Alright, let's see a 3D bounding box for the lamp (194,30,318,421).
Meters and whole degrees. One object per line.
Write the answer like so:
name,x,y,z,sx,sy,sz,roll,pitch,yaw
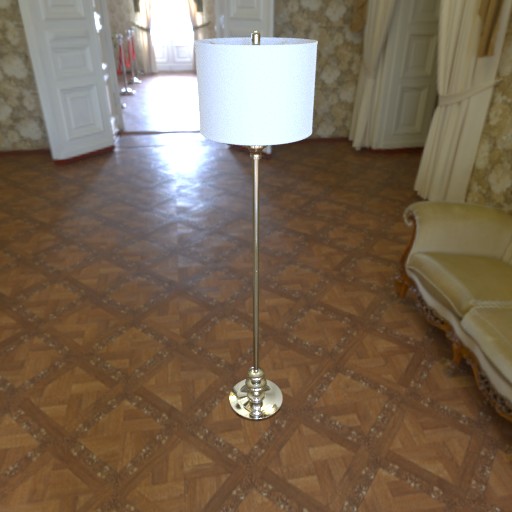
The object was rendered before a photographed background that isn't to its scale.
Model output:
lamp,0.000,0.000,1.640,0.356,1.487,0.356,18,34,29
